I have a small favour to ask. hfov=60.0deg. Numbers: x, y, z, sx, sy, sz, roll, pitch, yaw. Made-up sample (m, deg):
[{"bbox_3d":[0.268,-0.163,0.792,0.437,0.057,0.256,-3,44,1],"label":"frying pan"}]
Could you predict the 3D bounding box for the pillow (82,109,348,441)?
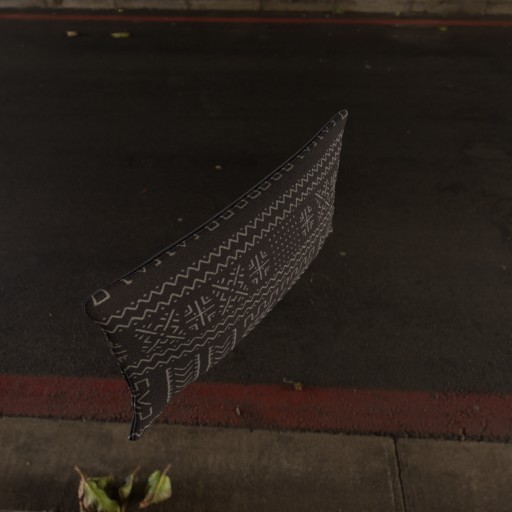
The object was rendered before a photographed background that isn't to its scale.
[{"bbox_3d":[0.000,0.000,0.800,0.135,0.322,0.667,25,47,26],"label":"pillow"}]
